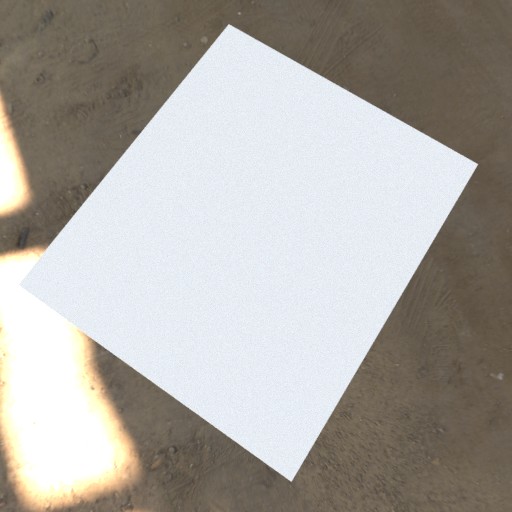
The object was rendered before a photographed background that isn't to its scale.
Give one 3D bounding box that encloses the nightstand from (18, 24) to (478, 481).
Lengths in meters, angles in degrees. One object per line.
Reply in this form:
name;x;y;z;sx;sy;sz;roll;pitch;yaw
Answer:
nightstand;0.000;0.000;0.748;0.408;0.351;0.470;33;78;8
